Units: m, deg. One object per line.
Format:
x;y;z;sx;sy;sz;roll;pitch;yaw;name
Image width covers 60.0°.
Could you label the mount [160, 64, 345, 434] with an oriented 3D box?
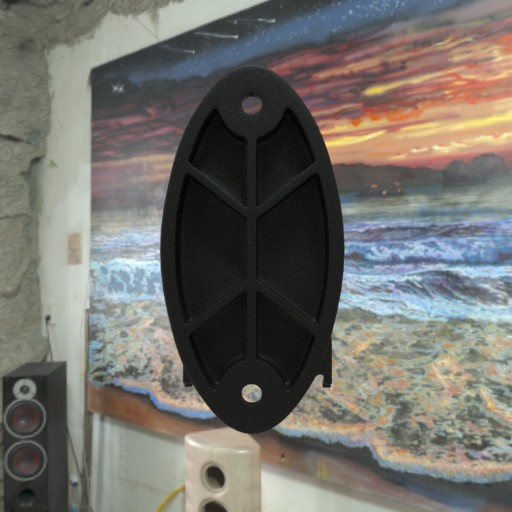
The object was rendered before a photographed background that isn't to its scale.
0.000;0.000;0.175;0.066;0.118;0.100;0;0;1;mount
